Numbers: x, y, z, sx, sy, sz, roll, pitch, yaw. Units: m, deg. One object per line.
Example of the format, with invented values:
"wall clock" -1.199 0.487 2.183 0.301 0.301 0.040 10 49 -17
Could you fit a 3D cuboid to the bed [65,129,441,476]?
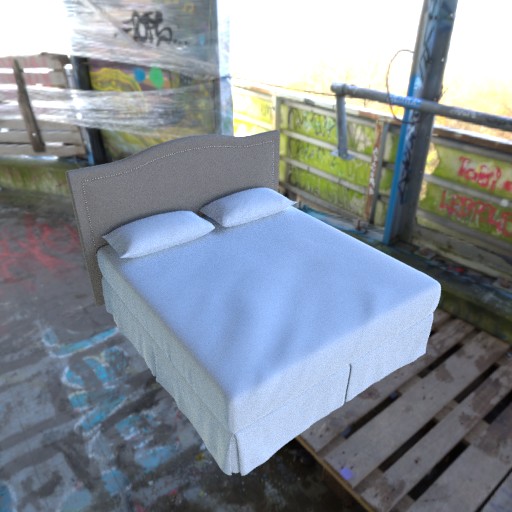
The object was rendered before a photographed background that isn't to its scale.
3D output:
"bed" 0.000 0.000 3.507 2.083 1.421 2.182 -20 36 -31
